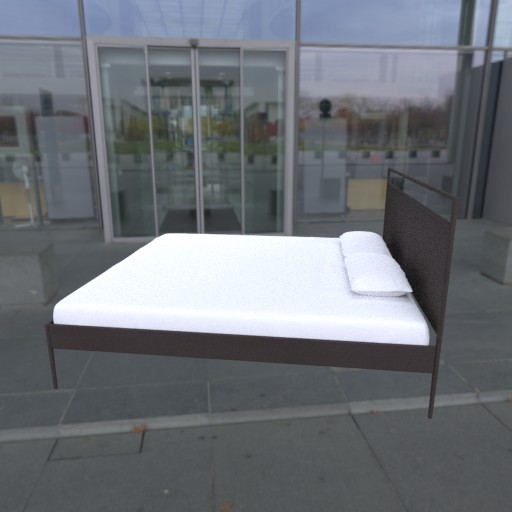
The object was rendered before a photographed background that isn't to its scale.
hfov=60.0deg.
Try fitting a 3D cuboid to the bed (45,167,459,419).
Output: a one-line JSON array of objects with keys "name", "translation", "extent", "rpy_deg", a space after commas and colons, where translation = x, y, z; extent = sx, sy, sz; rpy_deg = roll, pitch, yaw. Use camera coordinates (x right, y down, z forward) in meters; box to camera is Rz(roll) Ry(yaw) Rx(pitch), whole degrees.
[{"name": "bed", "translation": [0.000, 0.000, 3.274], "extent": [2.151, 1.173, 1.993], "rpy_deg": [2, 15, 7]}]
